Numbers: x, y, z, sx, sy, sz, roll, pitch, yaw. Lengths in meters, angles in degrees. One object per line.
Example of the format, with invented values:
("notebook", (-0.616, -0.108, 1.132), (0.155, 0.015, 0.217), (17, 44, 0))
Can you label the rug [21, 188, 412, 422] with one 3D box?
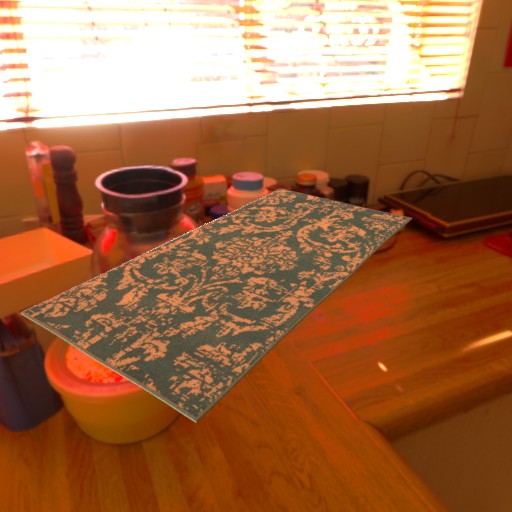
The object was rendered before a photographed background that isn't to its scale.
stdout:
("rug", (0.000, 0.000, 1.412), (0.604, 0.007, 1.219), (18, 32, 31))
